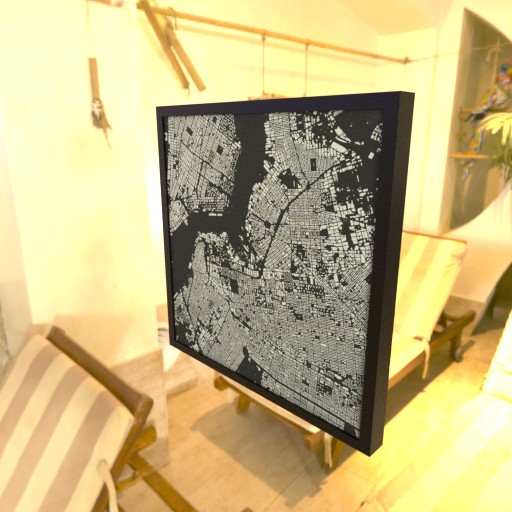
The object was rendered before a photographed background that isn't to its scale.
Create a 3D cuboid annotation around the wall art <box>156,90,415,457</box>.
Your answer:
[{"bbox_3d":[0.000,0.000,0.765,0.506,0.506,0.038,15,22,42],"label":"wall art"}]
